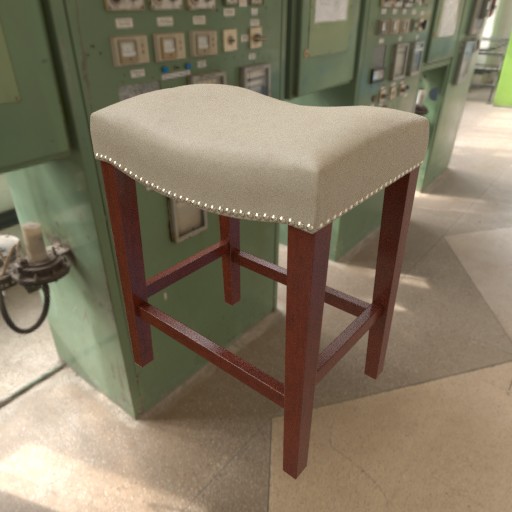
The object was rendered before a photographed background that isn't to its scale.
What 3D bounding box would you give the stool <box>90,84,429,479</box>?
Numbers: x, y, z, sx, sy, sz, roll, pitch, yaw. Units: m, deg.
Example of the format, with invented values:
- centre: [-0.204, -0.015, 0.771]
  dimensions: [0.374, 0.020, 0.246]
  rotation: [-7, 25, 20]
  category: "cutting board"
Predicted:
- centre: [0.000, 0.000, 0.936]
  dimensions: [0.509, 0.632, 0.375]
  rotation: [22, 37, 33]
  category: "stool"
